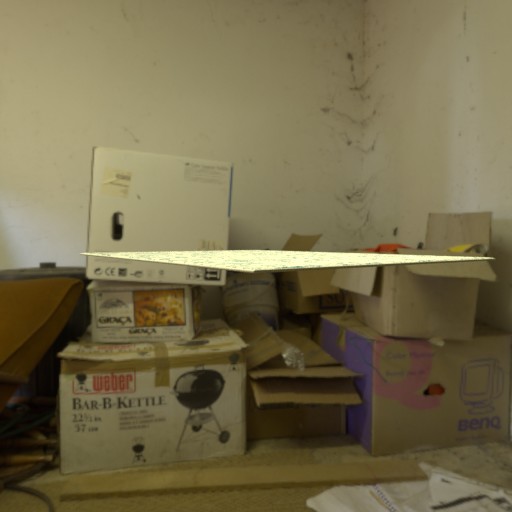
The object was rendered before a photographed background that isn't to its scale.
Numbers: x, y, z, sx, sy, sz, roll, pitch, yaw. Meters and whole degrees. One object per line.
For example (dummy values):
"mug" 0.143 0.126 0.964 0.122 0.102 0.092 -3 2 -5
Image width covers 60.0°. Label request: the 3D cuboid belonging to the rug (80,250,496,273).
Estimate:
"rug" 0.000 0.000 2.799 1.586 0.014 2.197 -1 3 -36
